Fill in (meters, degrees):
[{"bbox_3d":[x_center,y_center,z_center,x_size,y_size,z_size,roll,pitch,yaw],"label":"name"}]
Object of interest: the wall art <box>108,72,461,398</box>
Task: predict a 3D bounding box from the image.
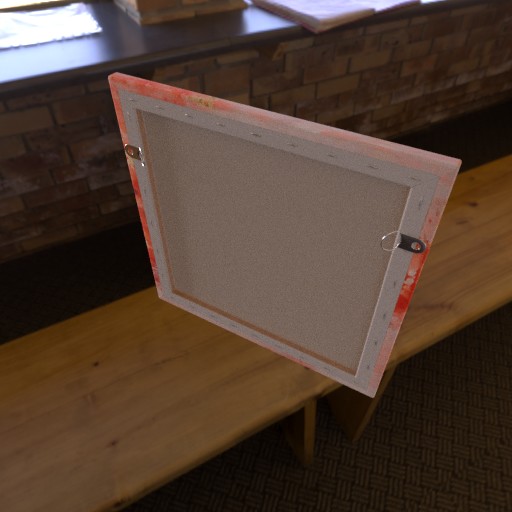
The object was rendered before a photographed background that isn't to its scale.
[{"bbox_3d":[0.000,0.000,1.294,0.878,0.878,0.066,21,48,21],"label":"wall art"}]
